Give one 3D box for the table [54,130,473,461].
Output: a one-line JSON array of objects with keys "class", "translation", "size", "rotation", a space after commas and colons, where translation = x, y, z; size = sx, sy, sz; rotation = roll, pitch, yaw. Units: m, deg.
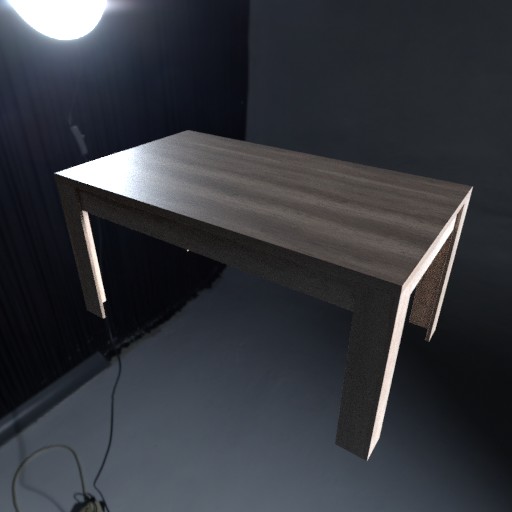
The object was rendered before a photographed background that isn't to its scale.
[{"class": "table", "translation": [0.000, 0.000, 2.135], "size": [1.600, 0.775, 0.900], "rotation": [19, 36, 29]}]
